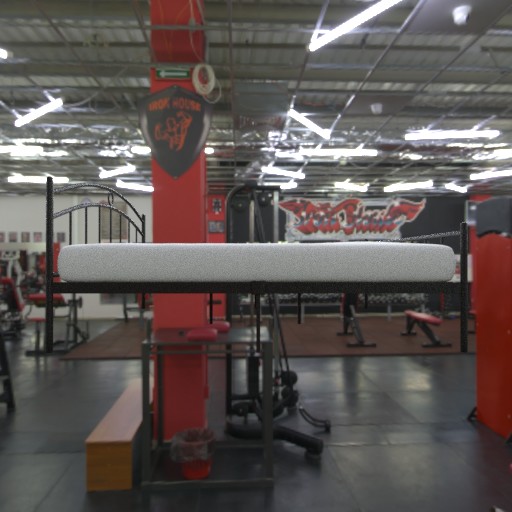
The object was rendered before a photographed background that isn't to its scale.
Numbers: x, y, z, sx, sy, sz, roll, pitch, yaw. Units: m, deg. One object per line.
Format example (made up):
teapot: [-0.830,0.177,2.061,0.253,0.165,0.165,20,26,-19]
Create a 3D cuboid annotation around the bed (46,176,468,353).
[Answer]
bed: [0.000,0.000,3.071,2.040,0.940,1.880,0,0,0]
